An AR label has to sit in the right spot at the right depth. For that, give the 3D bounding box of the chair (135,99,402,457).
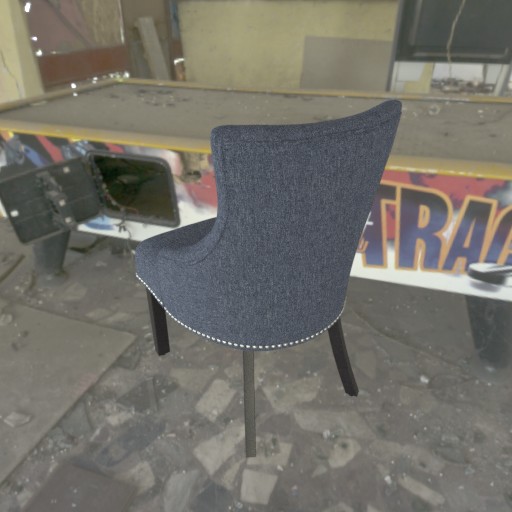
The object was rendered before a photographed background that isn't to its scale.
[{"bbox_3d":[0.000,0.000,1.311,0.566,0.909,0.629,-18,34,-29],"label":"chair"}]
